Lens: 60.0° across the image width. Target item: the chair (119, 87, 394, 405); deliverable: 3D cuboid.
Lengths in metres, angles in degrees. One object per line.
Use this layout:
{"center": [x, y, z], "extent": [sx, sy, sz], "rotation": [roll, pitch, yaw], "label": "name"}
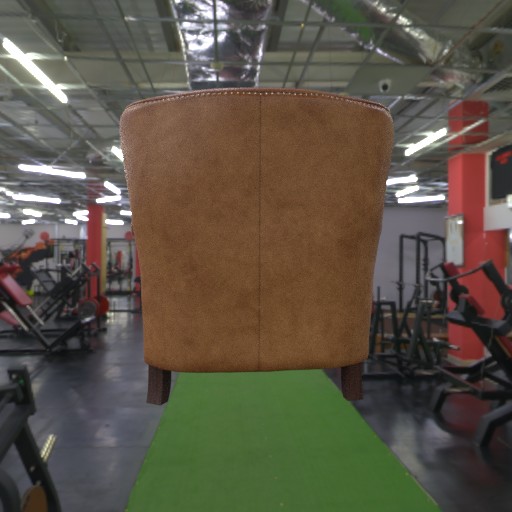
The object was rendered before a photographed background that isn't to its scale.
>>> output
{"center": [0.000, 0.000, 1.641], "extent": [0.861, 0.936, 0.921], "rotation": [0, -1, -1], "label": "chair"}
